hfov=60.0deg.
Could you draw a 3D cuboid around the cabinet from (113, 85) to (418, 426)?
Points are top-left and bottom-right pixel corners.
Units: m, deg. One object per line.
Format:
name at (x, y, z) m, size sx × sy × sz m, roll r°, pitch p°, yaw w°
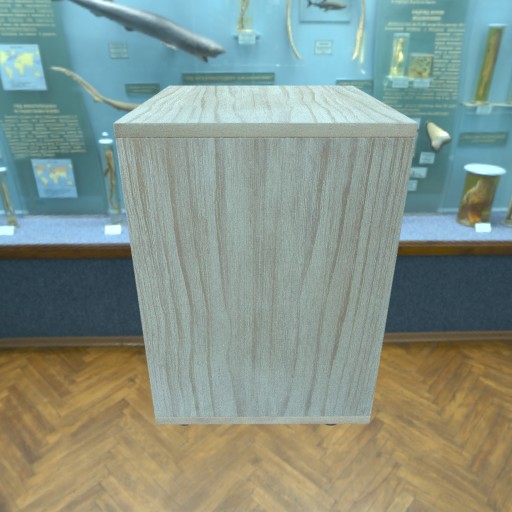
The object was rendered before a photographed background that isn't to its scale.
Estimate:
cabinet at (0.000, 0.000, 0.862) m, size 0.401 × 0.579 × 0.409 m, roll 0°, pitch 27°, yaw 0°
